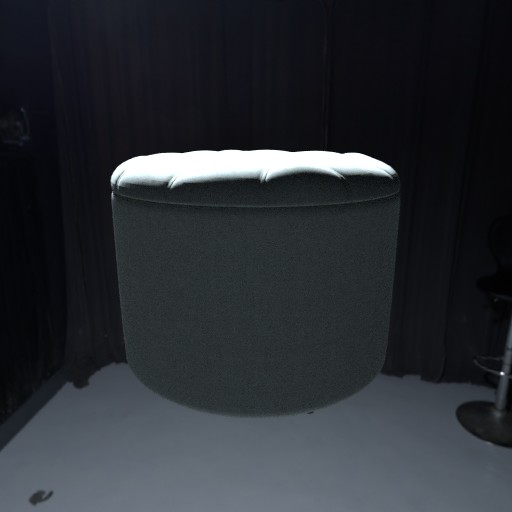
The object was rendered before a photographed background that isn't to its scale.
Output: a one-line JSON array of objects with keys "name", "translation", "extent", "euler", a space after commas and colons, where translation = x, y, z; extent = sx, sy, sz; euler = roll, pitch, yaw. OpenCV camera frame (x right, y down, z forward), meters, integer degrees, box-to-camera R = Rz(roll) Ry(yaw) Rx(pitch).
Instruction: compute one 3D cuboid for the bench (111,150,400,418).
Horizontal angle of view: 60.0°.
[{"name": "bench", "translation": [0.000, 0.000, 1.002], "extent": [0.600, 0.453, 0.600], "euler": [0, 16, 0]}]
